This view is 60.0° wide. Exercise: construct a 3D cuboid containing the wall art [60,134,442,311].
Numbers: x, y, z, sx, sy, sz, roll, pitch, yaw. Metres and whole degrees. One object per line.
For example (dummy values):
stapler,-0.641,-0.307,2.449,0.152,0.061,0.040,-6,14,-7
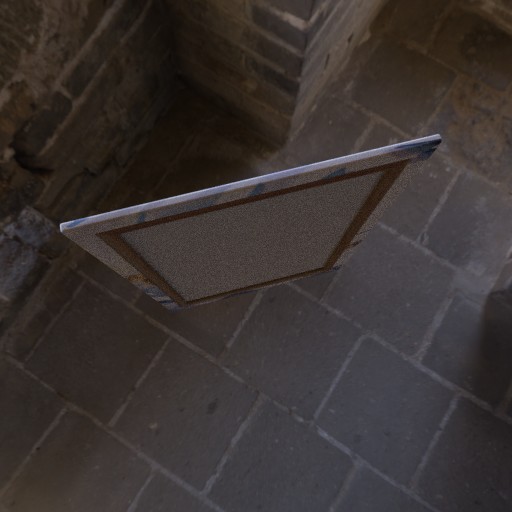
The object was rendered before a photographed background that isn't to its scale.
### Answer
wall art,0.000,0.000,1.127,0.610,0.914,0.016,-14,76,-4
